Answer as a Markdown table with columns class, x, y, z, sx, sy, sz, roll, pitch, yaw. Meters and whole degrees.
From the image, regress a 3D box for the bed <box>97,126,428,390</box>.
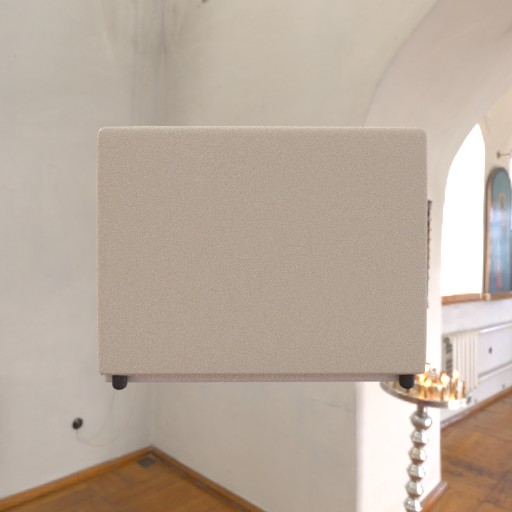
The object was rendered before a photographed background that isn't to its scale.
| class | x | y | z | sx | sy | sz | roll | pitch | yaw |
| --- | --- | --- | --- | --- | --- | --- | --- | --- | --- |
| bed | 0.000 | 0.000 | 3.255 | 1.714 | 1.330 | 2.147 | 0 | 1 | -1 |
